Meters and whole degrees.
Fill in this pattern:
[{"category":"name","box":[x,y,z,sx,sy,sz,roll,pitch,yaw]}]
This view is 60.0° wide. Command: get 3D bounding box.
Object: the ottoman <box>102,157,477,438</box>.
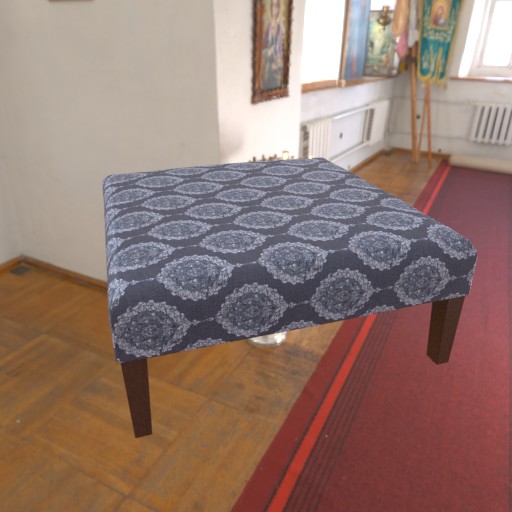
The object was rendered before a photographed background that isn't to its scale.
[{"category":"ottoman","box":[0.000,0.000,1.418,0.890,0.409,0.889,-8,28,-16]}]
